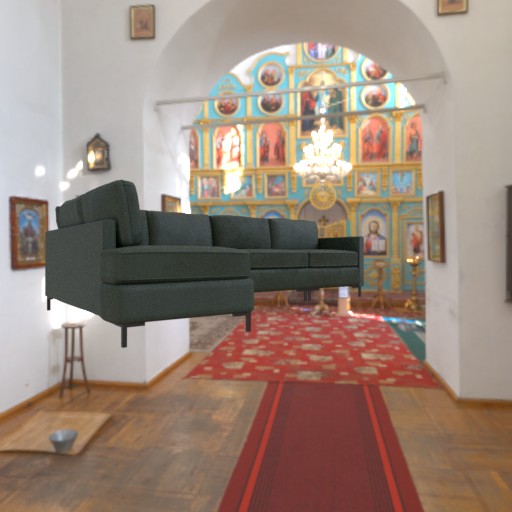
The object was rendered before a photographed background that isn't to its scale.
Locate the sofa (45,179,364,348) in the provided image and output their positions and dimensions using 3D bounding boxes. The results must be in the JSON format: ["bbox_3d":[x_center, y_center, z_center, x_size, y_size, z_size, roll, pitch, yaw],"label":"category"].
[{"bbox_3d":[0.000,0.000,4.218,3.384,0.996,2.048,0,0,-36],"label":"sofa"}]
